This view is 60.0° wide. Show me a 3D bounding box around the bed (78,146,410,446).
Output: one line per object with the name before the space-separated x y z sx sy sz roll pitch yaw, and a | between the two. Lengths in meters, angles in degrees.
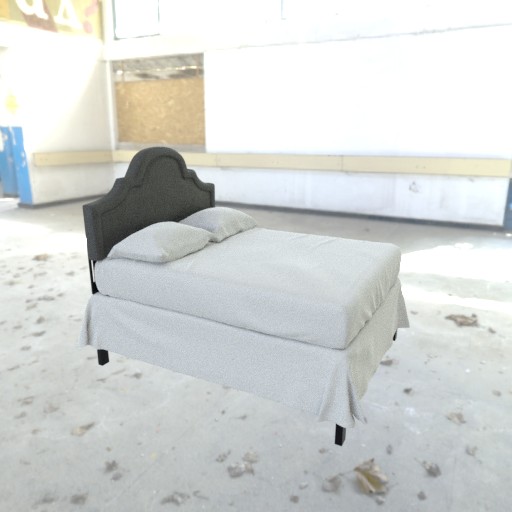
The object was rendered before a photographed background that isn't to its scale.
bed | 0.000 0.000 3.484 2.222 1.634 1.780 9 18 27
